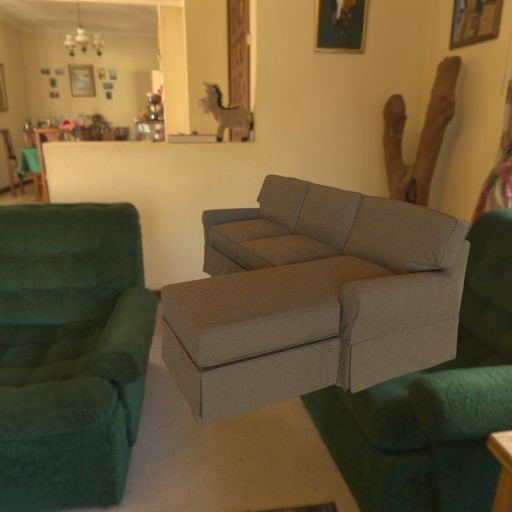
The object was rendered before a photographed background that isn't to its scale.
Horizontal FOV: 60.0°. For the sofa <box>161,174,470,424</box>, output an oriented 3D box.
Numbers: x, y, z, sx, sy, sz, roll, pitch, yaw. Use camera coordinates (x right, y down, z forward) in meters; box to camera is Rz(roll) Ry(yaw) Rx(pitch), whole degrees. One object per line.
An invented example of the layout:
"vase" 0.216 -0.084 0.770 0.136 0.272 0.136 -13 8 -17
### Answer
"sofa" 0.000 0.000 3.401 1.733 0.978 2.475 -8 19 -25
